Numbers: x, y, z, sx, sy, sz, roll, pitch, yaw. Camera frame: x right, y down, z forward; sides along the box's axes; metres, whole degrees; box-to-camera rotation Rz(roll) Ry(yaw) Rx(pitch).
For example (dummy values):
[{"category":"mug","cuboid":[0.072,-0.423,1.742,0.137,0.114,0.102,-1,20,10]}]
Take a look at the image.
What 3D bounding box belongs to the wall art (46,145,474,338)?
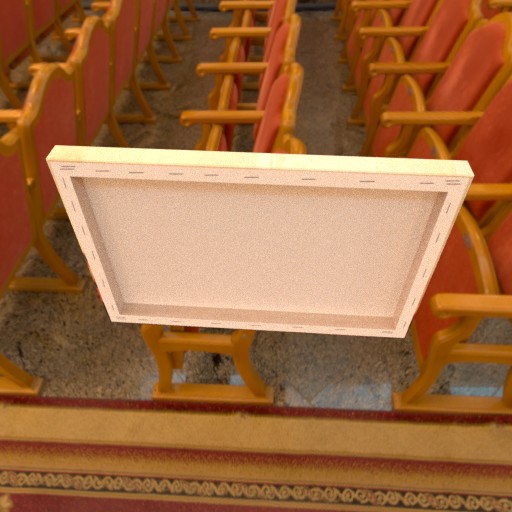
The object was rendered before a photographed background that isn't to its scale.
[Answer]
[{"category":"wall art","cuboid":[0.000,0.000,0.789,0.613,0.402,0.040,3,46,3]}]
